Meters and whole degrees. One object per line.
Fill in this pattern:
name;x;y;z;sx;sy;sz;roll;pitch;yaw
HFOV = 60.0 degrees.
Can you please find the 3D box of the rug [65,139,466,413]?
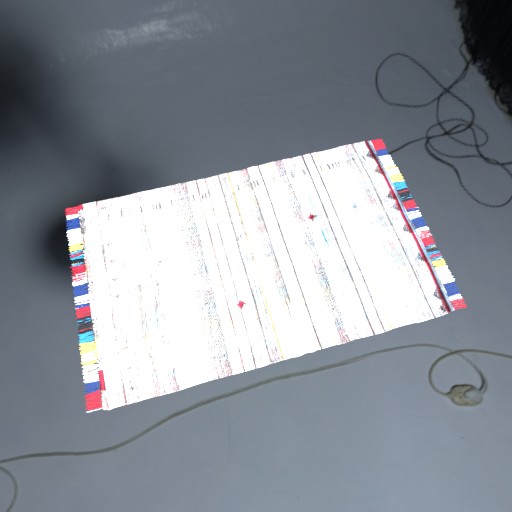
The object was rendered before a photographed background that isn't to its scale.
rug;0.000;0.000;3.019;2.465;0.012;1.465;-14;66;-6
